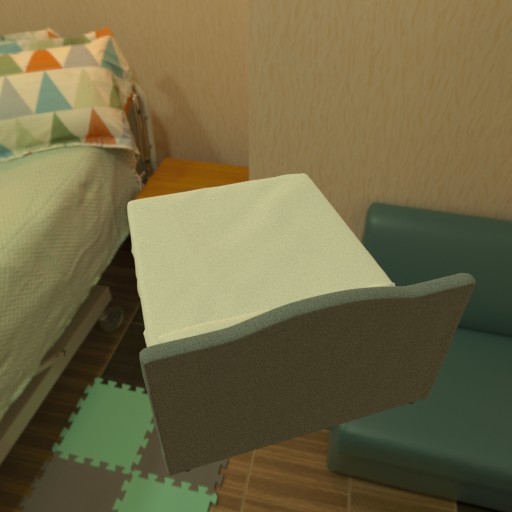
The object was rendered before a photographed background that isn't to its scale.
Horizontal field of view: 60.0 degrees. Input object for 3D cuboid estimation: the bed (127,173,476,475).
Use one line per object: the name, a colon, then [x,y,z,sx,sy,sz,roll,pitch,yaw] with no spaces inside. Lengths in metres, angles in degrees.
bed: [0.000,0.000,3.876,2.161,1.457,2.689,-11,41,-13]
